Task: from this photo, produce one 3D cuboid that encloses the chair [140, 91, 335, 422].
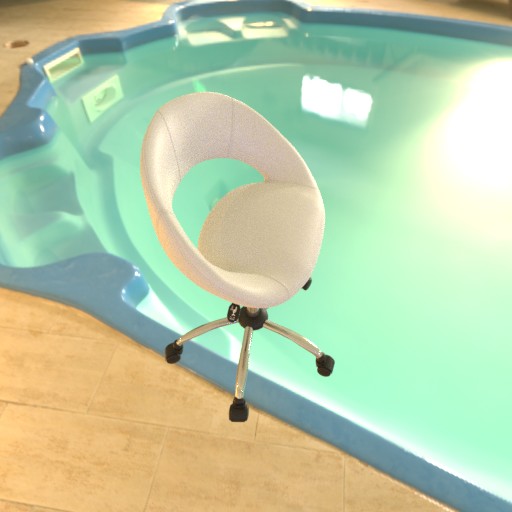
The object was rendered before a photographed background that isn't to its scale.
[{"bbox_3d":[0.000,0.000,1.213,0.538,0.791,0.612,11,47,10],"label":"chair"}]
